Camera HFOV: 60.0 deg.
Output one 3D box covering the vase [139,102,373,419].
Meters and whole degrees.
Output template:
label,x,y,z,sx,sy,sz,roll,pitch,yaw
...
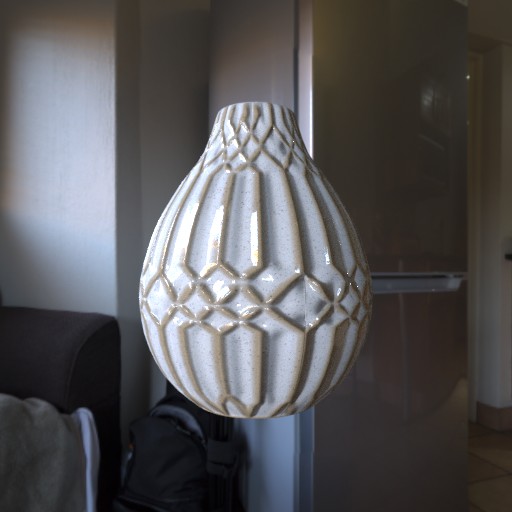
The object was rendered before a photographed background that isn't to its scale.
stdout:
label,x,y,z,sx,sy,sz,roll,pitch,yaw
vase,0.000,0.000,0.312,0.159,0.200,0.159,0,0,0
